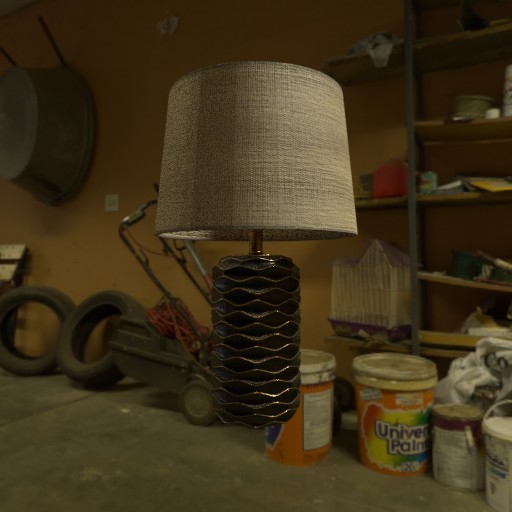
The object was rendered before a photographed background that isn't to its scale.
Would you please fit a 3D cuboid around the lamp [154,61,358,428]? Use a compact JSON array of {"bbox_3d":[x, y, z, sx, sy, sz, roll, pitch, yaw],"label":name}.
[{"bbox_3d":[0.000,0.000,0.839,0.376,0.594,0.376,0,-1,0],"label":"lamp"}]
